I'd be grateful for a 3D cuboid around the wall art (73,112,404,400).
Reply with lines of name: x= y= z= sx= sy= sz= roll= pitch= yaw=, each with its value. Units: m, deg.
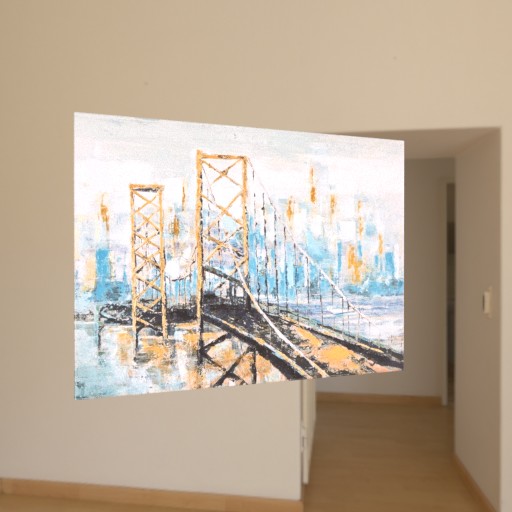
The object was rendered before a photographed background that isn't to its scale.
wall art: x=0.000 y=0.000 z=1.335 sx=1.016 sy=0.762 sz=0.038 roll=0 pitch=0 yaw=-17
